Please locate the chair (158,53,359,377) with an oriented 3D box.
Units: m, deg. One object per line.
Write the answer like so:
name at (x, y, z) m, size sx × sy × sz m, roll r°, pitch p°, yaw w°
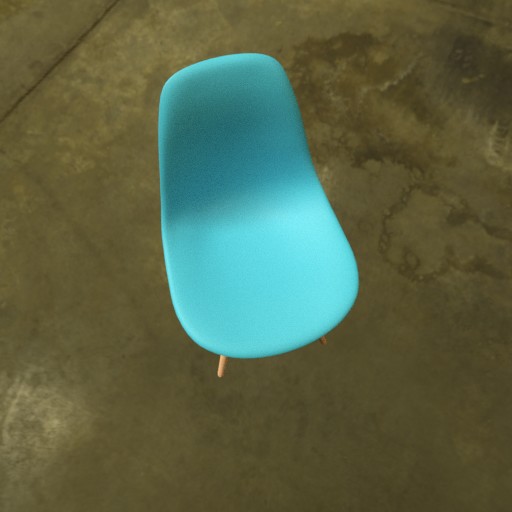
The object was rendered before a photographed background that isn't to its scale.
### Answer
chair at (0.000, 0.000, 1.168) m, size 0.470 × 0.826 × 0.531 m, roll -16°, pitch 66°, yaw -7°
